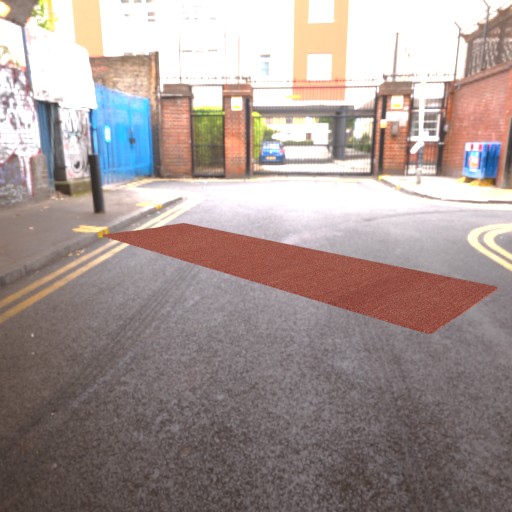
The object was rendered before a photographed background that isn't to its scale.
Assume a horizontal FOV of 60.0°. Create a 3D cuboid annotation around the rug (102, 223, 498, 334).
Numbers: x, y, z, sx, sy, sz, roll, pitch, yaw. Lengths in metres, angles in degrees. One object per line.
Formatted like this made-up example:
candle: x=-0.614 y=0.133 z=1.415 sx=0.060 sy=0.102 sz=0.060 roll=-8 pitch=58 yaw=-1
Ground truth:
rug: x=0.000 y=0.000 z=2.485 sx=2.307 sy=0.012 sz=0.687 roll=14 pitch=20 yaw=43
